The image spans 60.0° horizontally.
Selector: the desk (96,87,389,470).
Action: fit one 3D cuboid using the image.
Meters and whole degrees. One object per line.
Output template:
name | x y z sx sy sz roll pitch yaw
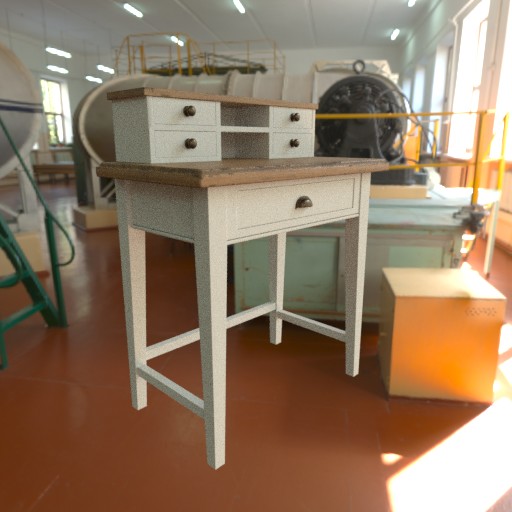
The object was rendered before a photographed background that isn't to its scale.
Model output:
desk | 0.000 0.000 1.440 0.462 0.981 0.814 14 20 43
